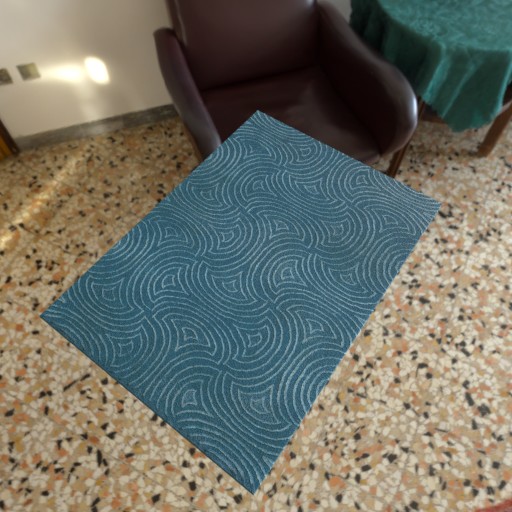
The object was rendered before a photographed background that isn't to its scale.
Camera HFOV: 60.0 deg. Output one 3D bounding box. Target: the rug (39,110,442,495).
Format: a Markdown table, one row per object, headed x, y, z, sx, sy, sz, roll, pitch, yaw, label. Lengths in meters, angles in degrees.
| x | y | z | sx | sy | sz | roll | pitch | yaw | label |
| --- | --- | --- | --- | --- | --- | --- | --- | --- | --- |
| 0.000 | 0.000 | 2.776 | 1.543 | 0.015 | 2.144 | 32 | 64 | 18 | rug |
